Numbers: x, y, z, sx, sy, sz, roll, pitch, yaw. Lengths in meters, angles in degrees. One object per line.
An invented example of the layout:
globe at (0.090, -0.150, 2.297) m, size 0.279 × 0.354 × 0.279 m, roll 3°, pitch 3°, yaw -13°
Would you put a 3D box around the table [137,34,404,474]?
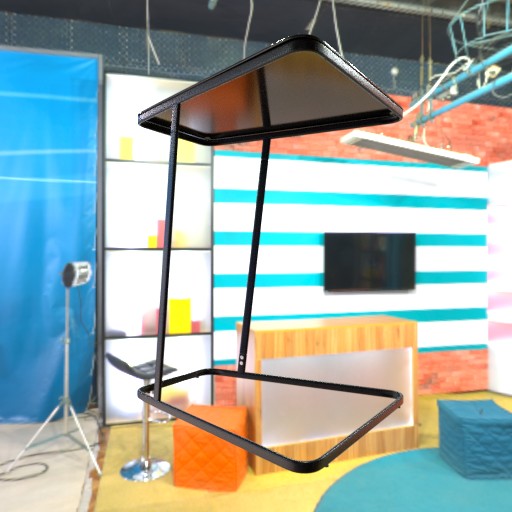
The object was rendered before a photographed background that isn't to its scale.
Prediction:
table at (0.000, 0.000, 0.930) m, size 0.500 × 0.624 × 0.427 m, roll 0°, pitch 0°, yaw 36°
